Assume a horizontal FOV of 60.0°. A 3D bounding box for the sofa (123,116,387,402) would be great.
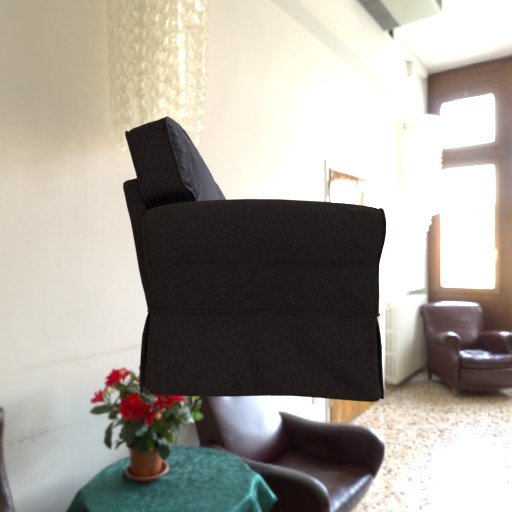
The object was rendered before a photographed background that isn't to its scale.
[{"bbox_3d":[0.000,0.000,2.418,0.997,1.059,1.801,0,0,1],"label":"sofa"}]
